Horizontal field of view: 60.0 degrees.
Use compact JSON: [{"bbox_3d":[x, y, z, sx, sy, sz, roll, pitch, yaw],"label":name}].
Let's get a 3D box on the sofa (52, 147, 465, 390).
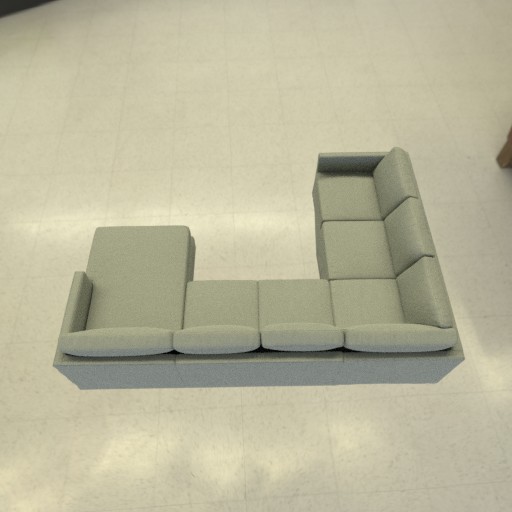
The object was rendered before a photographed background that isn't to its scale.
[{"bbox_3d":[0.000,0.000,4.521,3.460,0.882,2.427,-1,57,-1],"label":"sofa"}]
